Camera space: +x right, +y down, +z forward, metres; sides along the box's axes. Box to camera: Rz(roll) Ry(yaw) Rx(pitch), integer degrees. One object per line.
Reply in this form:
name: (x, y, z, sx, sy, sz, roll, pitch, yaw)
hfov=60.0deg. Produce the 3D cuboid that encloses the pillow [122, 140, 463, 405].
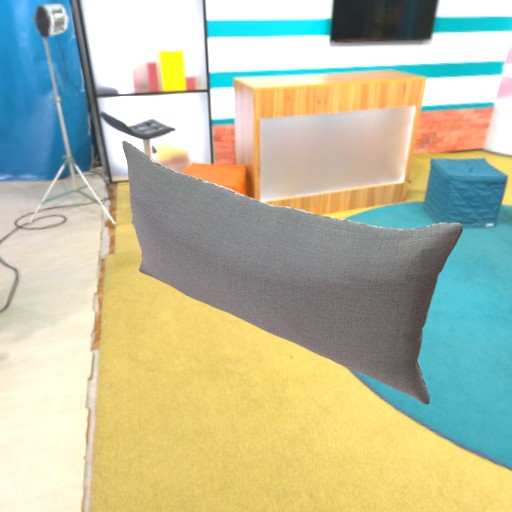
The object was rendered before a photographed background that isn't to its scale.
pillow: (0.000, 0.000, 0.740, 0.631, 0.290, 0.148, 20, 36, 31)
